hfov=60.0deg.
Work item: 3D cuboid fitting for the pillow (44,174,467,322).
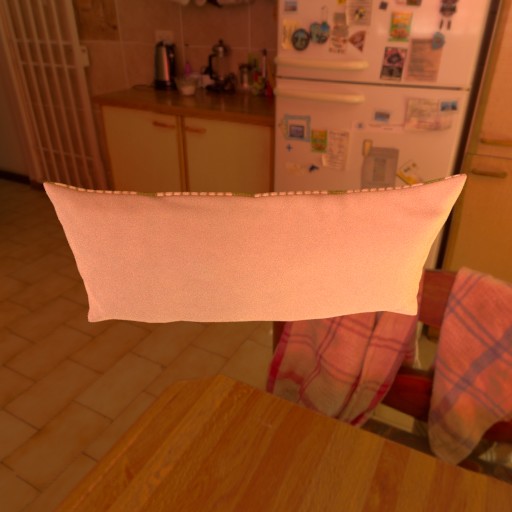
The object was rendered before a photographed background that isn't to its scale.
[{"bbox_3d":[0.000,0.000,0.729,0.608,0.292,0.156,-1,29,-2],"label":"pillow"}]
